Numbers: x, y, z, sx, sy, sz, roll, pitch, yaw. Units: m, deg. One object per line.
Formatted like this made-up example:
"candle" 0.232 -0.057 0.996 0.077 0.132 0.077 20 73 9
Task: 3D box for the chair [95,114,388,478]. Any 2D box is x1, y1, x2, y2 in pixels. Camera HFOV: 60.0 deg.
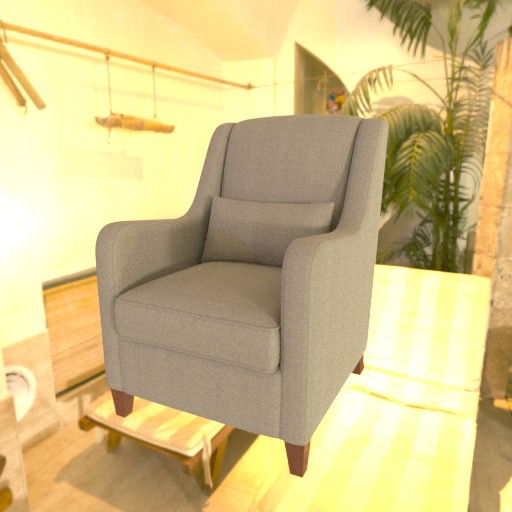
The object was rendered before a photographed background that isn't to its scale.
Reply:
"chair" 0.000 0.000 1.585 0.715 1.017 0.890 7 15 26
